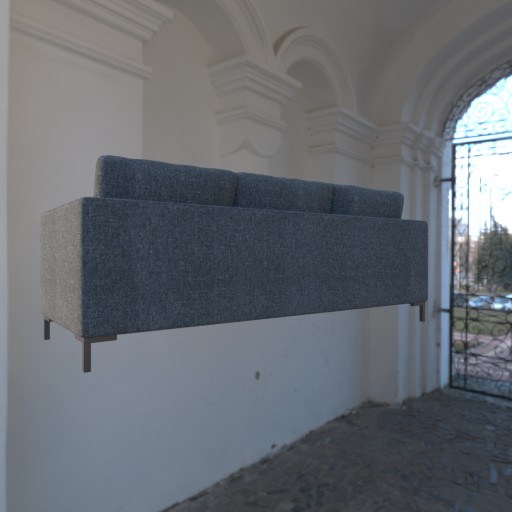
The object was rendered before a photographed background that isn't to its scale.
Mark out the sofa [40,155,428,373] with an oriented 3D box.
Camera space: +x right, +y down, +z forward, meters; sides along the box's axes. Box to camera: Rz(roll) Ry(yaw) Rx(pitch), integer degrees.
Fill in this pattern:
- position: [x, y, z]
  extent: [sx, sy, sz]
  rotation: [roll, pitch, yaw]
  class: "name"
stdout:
- position: [0.000, 0.000, 2.642]
  extent: [2.218, 0.874, 0.859]
  rotation: [0, 0, -35]
  class: "sofa"
